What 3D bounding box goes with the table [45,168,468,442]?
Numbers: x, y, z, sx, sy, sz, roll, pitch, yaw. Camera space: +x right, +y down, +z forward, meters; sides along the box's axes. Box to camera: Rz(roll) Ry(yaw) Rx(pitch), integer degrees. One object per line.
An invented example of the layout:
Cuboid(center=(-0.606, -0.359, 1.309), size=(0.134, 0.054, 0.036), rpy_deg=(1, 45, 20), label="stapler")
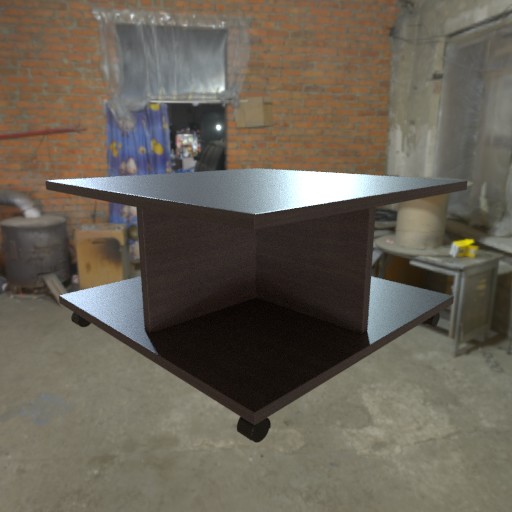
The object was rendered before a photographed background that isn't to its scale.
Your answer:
Cuboid(center=(0.000, 0.000, 1.178), size=(0.762, 0.396, 0.762), rpy_deg=(-14, 20, -43), label="table")
